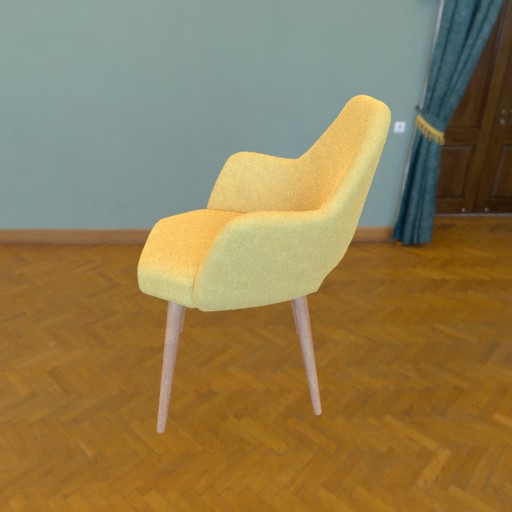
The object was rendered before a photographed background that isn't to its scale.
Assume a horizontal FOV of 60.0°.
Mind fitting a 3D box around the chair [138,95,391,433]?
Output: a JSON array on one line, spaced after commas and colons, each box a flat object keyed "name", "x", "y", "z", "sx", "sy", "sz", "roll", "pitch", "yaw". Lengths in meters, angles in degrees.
[{"name": "chair", "x": 0.000, "y": 0.000, "z": 1.247, "sx": 0.610, "sy": 0.840, "sz": 0.590, "roll": -1, "pitch": 26, "yaw": -2}]
